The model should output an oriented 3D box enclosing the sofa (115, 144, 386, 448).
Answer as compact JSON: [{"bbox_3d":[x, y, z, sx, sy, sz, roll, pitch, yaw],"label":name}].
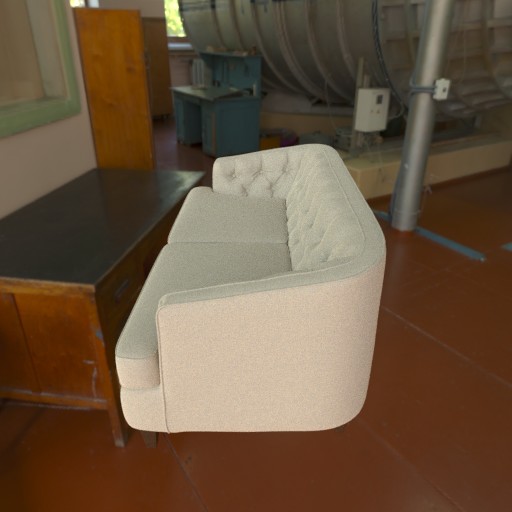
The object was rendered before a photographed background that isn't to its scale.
[{"bbox_3d":[0.000,0.000,2.195,0.941,0.855,1.733,1,27,1],"label":"sofa"}]
